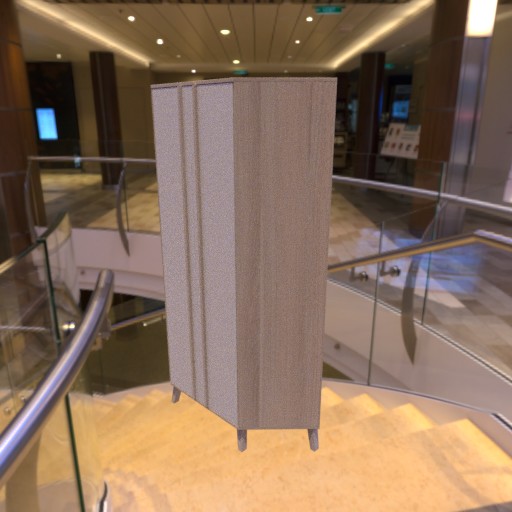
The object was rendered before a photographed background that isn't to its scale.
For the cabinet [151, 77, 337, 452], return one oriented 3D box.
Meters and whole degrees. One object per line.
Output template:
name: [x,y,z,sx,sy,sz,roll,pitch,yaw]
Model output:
cabinet: [0.000,0.000,2.736,1.272,1.957,0.969,16,23,42]
